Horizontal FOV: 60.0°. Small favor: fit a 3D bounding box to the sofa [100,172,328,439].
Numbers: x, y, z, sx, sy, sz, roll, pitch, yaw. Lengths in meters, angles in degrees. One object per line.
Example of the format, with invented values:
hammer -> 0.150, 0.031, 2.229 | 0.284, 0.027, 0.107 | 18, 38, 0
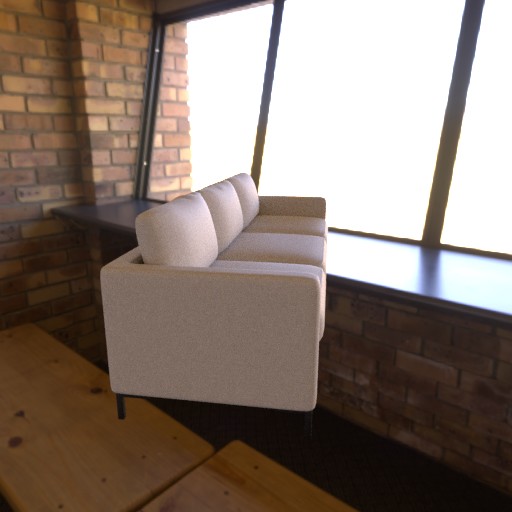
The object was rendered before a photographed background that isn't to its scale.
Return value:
sofa -> 0.000, 0.000, 2.720 | 0.859, 0.874, 2.218 | 2, 15, 9
